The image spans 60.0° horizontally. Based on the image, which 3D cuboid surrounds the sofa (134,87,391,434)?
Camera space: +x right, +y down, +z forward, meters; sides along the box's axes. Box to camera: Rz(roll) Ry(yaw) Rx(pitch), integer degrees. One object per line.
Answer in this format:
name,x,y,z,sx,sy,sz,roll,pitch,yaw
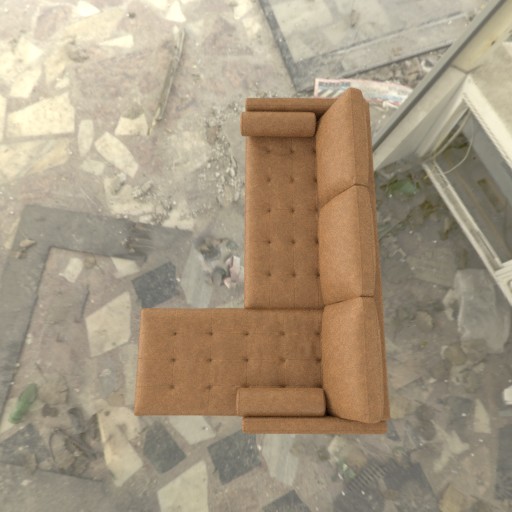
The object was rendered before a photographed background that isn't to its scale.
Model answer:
sofa,0.000,0.000,2.944,1.506,0.876,2.178,0,76,0
